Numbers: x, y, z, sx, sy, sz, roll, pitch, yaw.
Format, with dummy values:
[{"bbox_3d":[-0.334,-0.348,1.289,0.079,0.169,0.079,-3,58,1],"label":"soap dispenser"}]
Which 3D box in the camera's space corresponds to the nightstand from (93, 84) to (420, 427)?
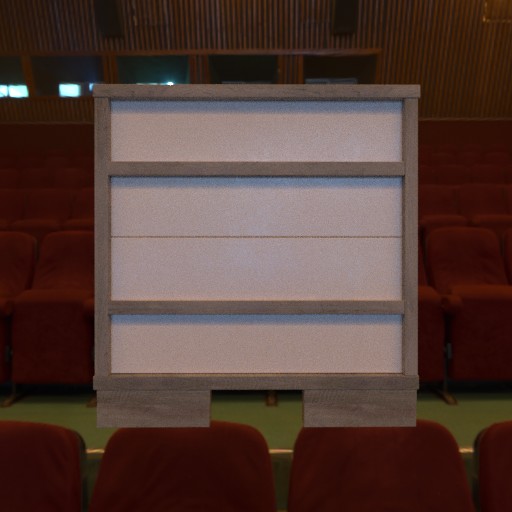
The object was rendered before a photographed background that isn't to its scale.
[{"bbox_3d":[0.000,0.000,0.751,0.427,0.448,0.347,0,0,0],"label":"nightstand"}]
